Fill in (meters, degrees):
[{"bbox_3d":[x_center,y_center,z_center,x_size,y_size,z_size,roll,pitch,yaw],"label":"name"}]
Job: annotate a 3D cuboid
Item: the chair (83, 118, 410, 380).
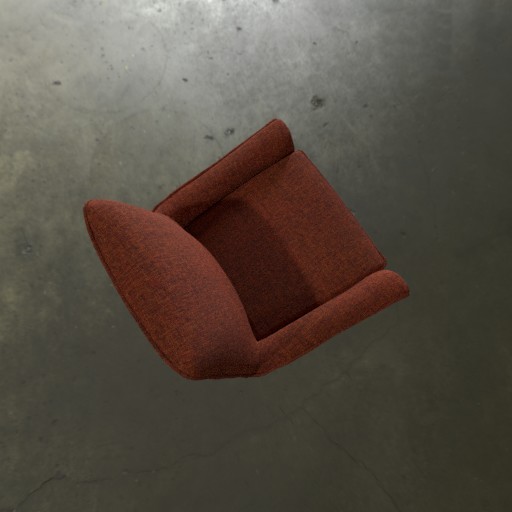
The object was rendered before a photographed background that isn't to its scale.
[{"bbox_3d":[0.000,0.000,1.537,0.784,0.911,0.803,-33,78,-8],"label":"chair"}]
